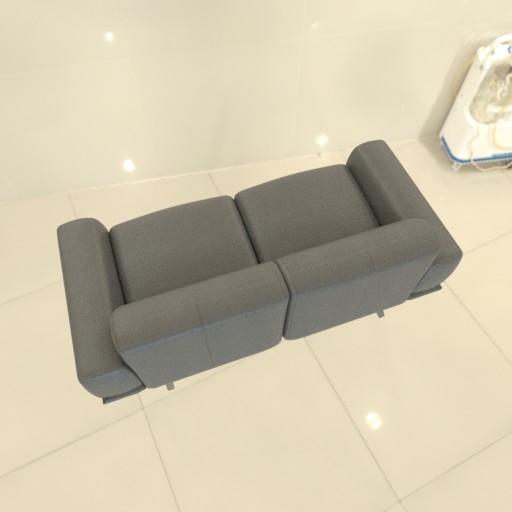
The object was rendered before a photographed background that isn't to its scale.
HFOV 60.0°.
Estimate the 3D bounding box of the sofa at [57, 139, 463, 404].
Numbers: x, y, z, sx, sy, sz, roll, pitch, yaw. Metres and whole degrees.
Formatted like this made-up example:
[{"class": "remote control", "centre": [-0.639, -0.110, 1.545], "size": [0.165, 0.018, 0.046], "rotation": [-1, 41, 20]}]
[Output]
[{"class": "sofa", "centre": [0.000, 0.000, 2.362], "size": [1.901, 0.772, 0.900], "rotation": [-17, 60, -10]}]
